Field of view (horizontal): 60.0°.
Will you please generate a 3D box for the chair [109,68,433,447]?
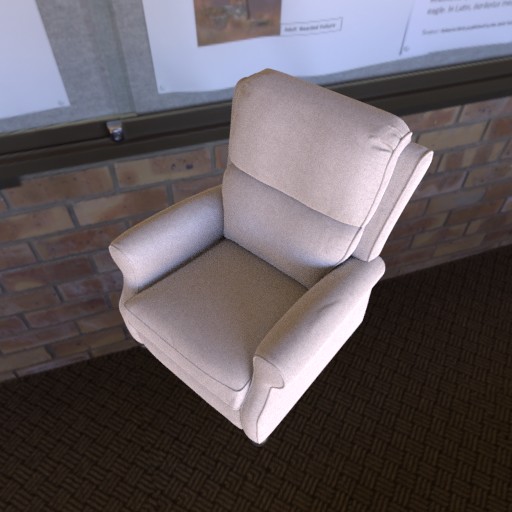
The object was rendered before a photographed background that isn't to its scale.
[{"bbox_3d":[0.000,0.000,1.715,0.859,1.046,0.919,32,55,26],"label":"chair"}]
